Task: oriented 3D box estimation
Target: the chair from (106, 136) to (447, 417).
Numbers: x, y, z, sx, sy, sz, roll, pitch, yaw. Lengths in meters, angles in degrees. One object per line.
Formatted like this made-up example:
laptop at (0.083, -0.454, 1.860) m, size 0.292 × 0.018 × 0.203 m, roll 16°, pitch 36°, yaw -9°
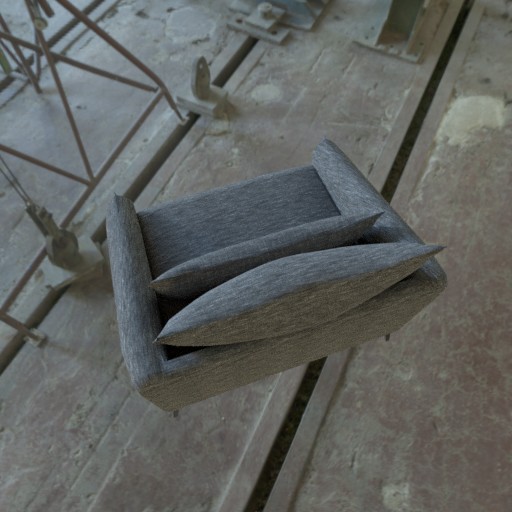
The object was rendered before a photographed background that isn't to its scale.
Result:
chair at (0.000, 0.000, 1.595) m, size 1.004 × 0.842 × 0.805 m, roll -17°, pitch 61°, yaw -10°
